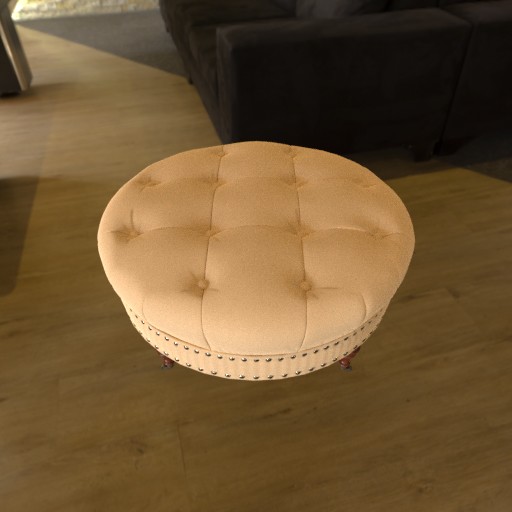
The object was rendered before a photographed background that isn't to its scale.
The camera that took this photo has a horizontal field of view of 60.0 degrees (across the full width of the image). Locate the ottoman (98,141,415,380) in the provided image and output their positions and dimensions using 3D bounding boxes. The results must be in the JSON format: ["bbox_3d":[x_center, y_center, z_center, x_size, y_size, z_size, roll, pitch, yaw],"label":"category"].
[{"bbox_3d":[0.000,0.000,1.402,0.901,0.439,0.901,0,42,0],"label":"ottoman"}]
